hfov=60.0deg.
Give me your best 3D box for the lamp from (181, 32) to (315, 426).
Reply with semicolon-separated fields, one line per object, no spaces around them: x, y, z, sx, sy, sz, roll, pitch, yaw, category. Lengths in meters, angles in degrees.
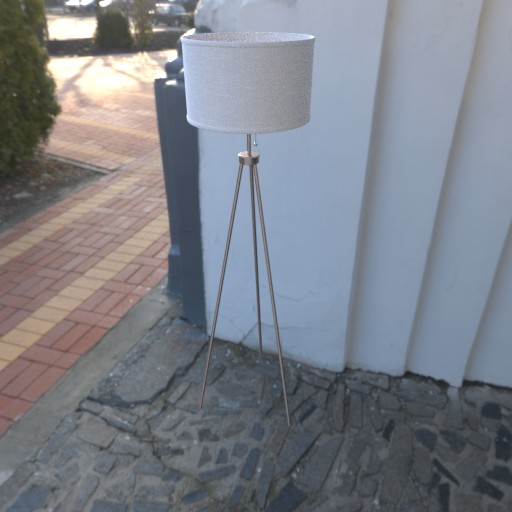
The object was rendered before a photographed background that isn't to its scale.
0.000;0.000;1.737;0.458;1.545;0.448;21;36;32;lamp
